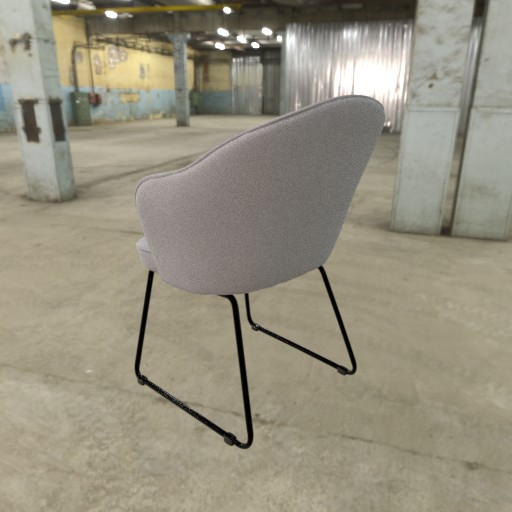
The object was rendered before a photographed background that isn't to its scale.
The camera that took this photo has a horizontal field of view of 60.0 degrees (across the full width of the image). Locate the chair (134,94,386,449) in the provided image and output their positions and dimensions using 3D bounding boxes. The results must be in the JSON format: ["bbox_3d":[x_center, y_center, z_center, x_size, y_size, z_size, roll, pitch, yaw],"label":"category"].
[{"bbox_3d":[0.000,0.000,1.203,0.592,0.817,0.570,18,26,42],"label":"chair"}]
